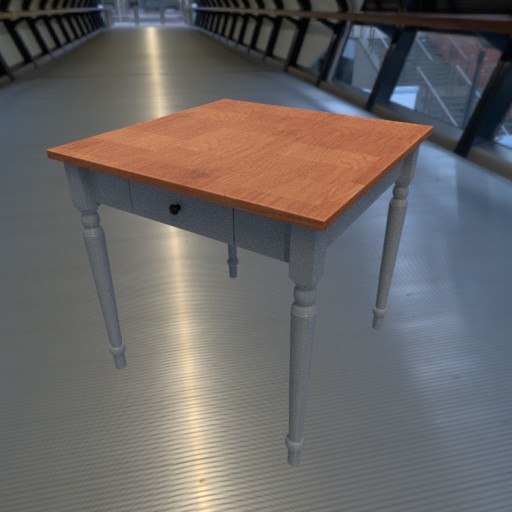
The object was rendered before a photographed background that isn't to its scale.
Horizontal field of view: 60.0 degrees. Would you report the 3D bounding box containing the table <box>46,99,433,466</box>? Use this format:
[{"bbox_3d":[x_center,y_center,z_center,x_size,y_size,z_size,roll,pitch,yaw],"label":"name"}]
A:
[{"bbox_3d":[0.000,0.000,1.373,0.747,0.738,0.747,18,35,28],"label":"table"}]
